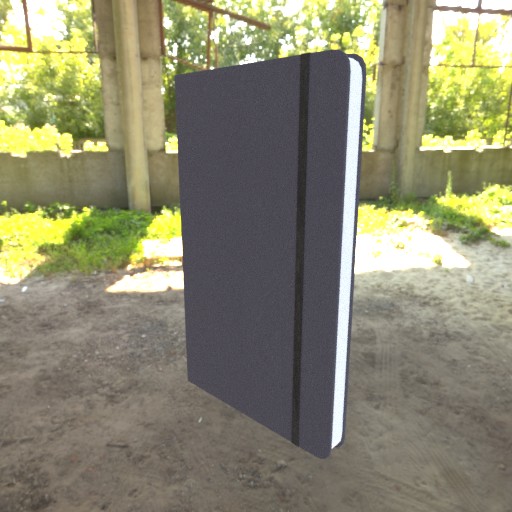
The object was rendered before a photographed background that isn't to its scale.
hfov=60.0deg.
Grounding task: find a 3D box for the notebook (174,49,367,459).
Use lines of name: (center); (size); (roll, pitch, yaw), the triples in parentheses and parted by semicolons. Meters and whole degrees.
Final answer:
notebook: (0.000, 0.000, 0.265); (0.127, 0.213, 0.016); (14, 20, 42)
